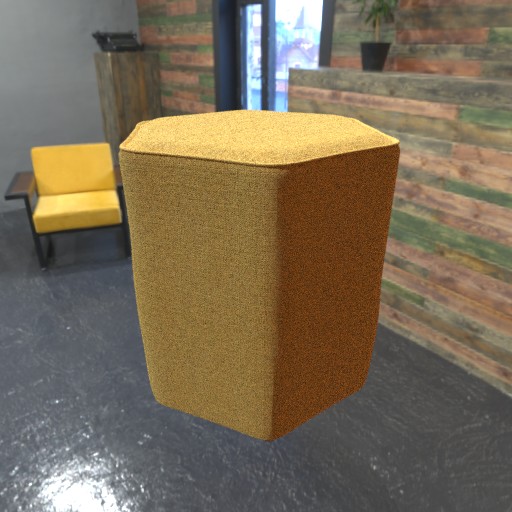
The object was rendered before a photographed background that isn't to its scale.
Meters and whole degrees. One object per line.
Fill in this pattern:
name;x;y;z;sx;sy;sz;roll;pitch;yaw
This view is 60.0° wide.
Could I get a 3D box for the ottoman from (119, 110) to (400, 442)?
ottoman;0.000;0.000;0.873;0.494;0.502;0.443;-18;31;-32
